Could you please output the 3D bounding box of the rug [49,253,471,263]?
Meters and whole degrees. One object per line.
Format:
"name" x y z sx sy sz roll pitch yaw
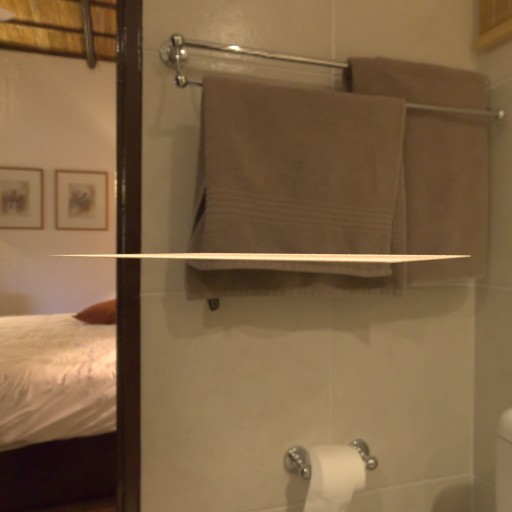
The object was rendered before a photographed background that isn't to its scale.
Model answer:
"rug" 0.000 0.000 2.323 1.850 0.006 1.234 1 1 36
